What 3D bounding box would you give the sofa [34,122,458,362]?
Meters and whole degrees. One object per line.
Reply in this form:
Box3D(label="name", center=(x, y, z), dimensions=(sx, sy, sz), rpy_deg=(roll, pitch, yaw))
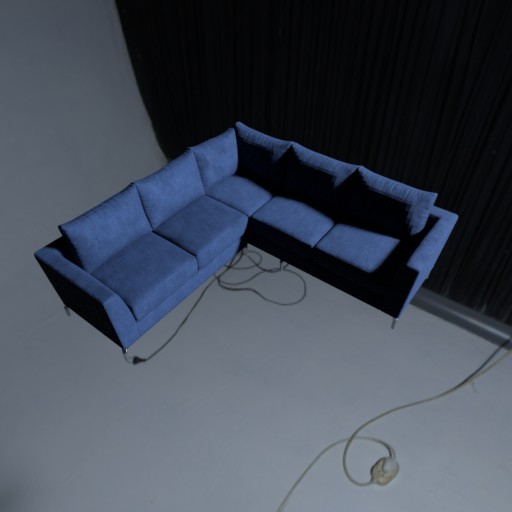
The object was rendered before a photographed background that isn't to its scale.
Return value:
Box3D(label="sofa", center=(0.000, 0.000, 3.764), dimensions=(2.463, 0.988, 2.472), rpy_deg=(27, 50, 26))
